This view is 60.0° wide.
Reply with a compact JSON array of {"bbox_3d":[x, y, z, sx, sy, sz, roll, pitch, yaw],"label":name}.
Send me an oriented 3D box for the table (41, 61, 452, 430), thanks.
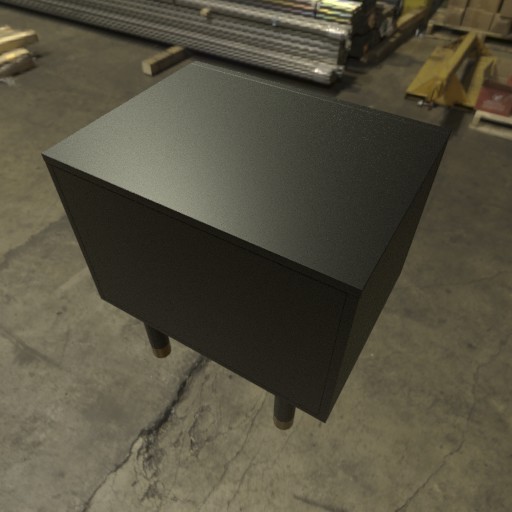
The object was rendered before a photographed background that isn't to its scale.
[{"bbox_3d":[0.000,0.000,0.973,0.564,0.584,0.441,24,51,21],"label":"table"}]
